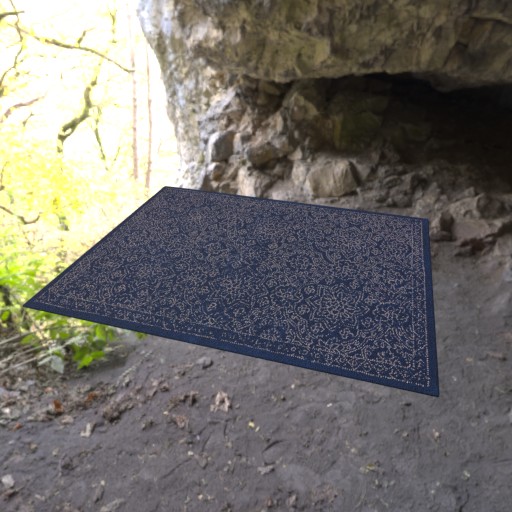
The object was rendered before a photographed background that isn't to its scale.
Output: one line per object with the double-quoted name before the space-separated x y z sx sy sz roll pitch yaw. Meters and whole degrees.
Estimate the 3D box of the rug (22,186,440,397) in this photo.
"rug" 0.000 0.000 4.035 3.048 0.010 2.438 9 33 14
